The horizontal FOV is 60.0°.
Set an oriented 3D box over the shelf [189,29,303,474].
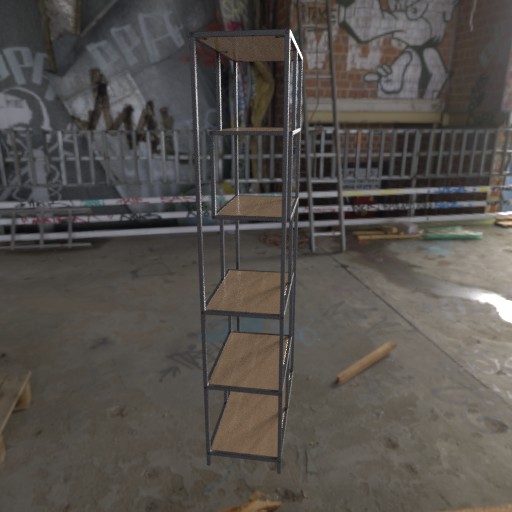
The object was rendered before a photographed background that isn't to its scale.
[{"bbox_3d":[0.000,0.000,2.148,0.350,1.850,0.770,3,18,8],"label":"shelf"}]
